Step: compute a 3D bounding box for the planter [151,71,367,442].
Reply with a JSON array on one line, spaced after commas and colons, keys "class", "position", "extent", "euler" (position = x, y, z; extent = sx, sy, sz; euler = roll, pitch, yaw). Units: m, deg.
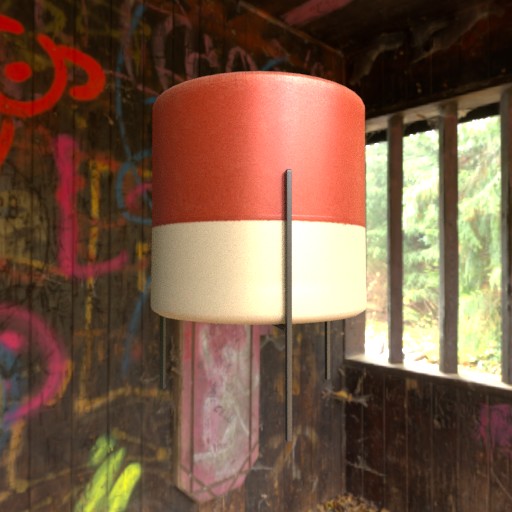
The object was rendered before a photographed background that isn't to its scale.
[{"class": "planter", "position": [0.000, 0.000, 0.729], "extent": [0.354, 0.465, 0.345], "euler": [0, -1, 18]}]
